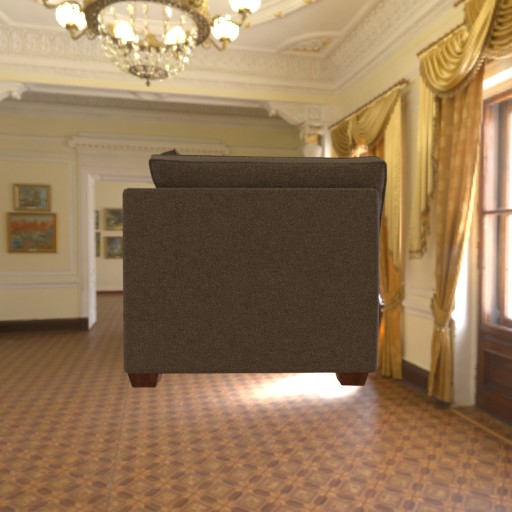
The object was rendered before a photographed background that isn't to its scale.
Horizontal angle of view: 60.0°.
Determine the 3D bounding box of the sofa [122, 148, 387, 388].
[{"bbox_3d":[0.000,0.000,2.832,1.061,0.962,2.317,0,1,0],"label":"sofa"}]
